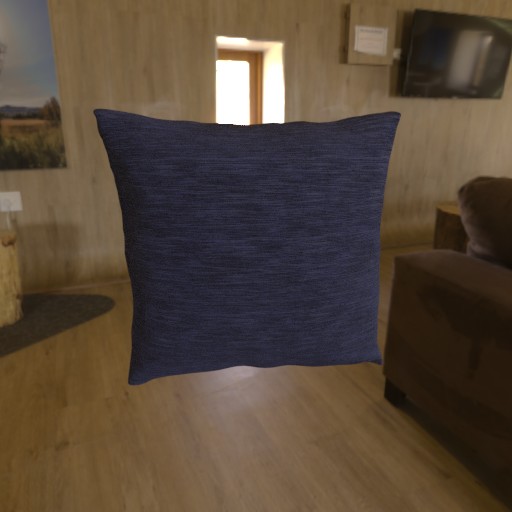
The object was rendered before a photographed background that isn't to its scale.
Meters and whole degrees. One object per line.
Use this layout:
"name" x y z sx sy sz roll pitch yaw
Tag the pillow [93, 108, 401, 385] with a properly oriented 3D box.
"pillow" 0.000 0.000 0.697 0.452 0.439 0.204 -2 17 -6
